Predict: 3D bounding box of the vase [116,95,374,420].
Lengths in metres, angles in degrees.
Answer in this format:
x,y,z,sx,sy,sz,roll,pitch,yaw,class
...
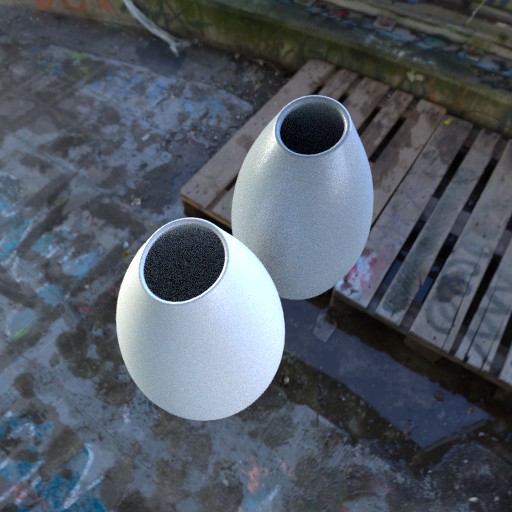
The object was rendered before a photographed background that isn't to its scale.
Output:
x,y,z,sx,sy,sz,roll,pitch,yaw,class
0.000,0.000,0.253,0.089,0.131,0.187,32,63,18,vase
